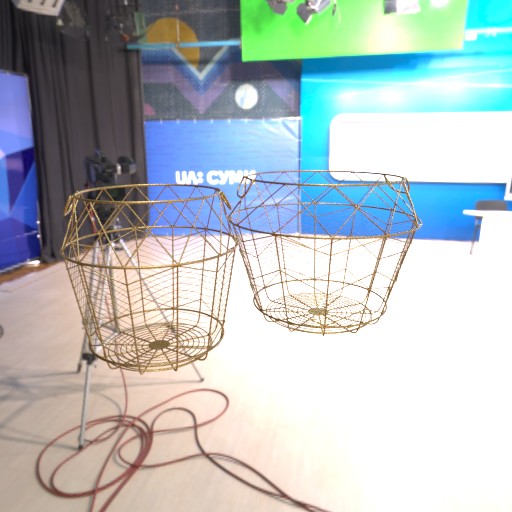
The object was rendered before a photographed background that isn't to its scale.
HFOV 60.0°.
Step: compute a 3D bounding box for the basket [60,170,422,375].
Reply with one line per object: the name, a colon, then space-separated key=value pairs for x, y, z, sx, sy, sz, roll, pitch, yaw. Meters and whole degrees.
basket: x=0.000 y=0.000 z=1.002 sx=0.805 sy=0.343 sz=0.451 roll=-8 pitch=17 yaw=-26
